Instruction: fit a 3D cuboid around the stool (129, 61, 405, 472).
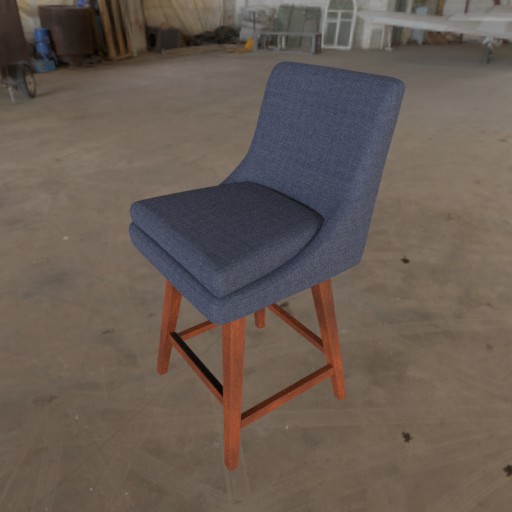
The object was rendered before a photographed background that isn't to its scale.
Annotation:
[{"bbox_3d":[0.000,0.000,1.178,0.524,0.895,0.467,-20,36,-30],"label":"stool"}]
